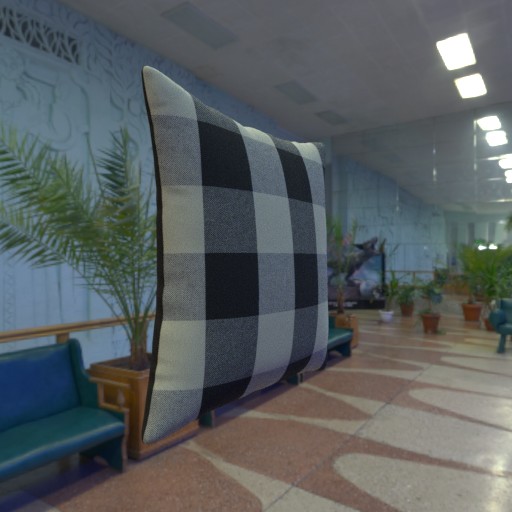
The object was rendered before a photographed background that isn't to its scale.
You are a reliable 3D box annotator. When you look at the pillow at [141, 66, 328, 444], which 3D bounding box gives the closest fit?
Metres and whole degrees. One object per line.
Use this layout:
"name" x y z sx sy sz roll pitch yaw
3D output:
"pillow" 0.000 0.000 0.796 0.161 0.509 0.511 0 0 36
